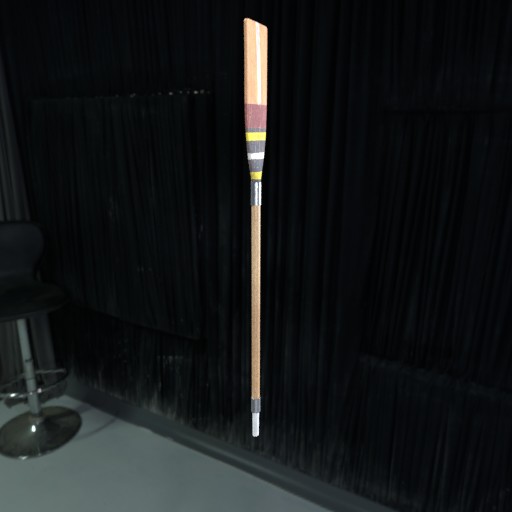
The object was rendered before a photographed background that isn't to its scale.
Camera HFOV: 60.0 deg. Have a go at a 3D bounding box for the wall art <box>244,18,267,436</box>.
[{"bbox_3d":[0.000,0.000,1.636,0.038,1.556,0.146,8,18,26],"label":"wall art"}]
